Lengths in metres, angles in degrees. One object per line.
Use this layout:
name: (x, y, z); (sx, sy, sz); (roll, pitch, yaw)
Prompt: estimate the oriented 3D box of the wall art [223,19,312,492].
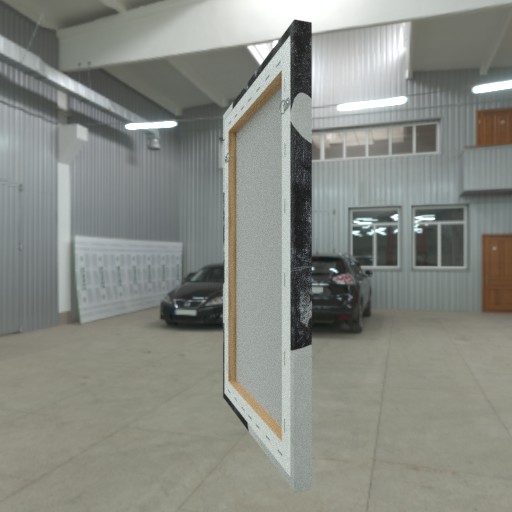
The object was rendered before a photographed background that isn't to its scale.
wall art: (0.000, 0.000, 1.152); (0.041, 0.915, 0.610); (0, 0, -17)
